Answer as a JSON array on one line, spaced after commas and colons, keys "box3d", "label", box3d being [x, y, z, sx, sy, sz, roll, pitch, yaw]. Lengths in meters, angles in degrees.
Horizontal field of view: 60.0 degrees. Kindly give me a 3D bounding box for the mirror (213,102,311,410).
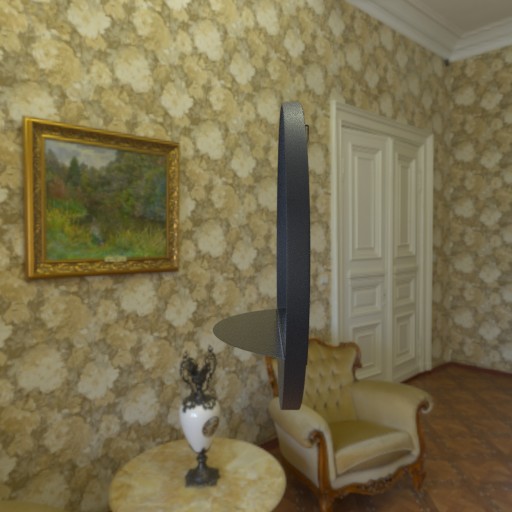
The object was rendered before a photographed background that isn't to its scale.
[{"box3d": [0.000, 0.000, 0.698, 0.133, 0.457, 0.457, 0, 1, 1], "label": "mirror"}]
